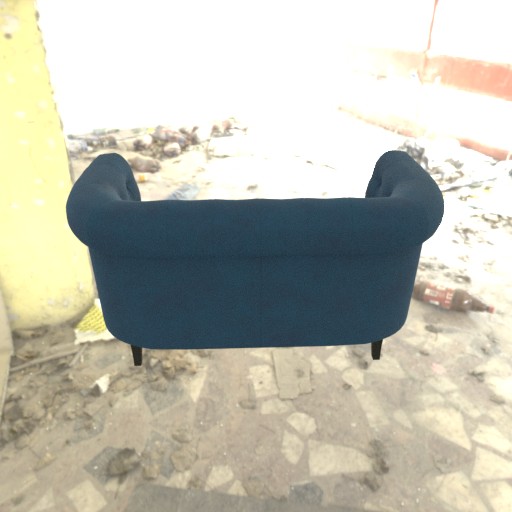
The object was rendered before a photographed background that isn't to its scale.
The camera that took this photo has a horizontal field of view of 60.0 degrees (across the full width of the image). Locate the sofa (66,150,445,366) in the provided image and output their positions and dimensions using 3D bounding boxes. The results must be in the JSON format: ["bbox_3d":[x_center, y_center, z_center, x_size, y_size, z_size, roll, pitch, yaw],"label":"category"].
[{"bbox_3d":[0.000,0.000,2.056,1.558,0.827,0.835,-1,30,-2],"label":"sofa"}]
